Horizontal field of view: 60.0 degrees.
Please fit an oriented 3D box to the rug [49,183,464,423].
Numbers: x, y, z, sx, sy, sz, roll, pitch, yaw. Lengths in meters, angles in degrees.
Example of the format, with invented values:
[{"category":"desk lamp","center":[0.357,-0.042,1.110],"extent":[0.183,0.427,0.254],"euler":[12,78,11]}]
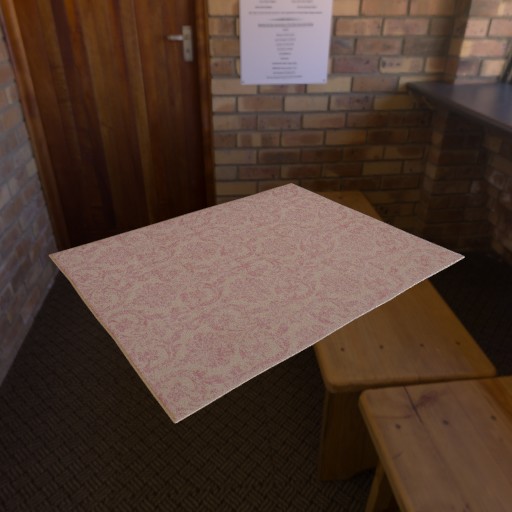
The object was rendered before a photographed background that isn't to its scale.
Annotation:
[{"category":"rug","center":[0.000,0.000,4.049],"extent":[2.980,0.012,2.363],"euler":[-21,36,-32]}]
